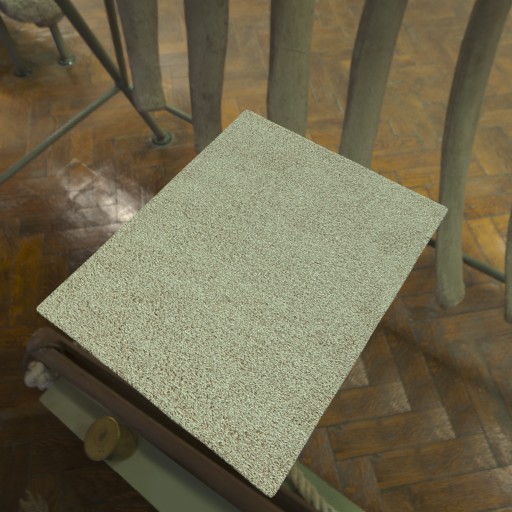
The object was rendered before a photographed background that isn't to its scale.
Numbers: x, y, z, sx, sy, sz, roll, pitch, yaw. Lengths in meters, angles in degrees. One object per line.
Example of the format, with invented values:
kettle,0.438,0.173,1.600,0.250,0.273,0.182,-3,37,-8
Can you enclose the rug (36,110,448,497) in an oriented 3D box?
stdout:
rug,0.000,0.000,4.037,2.438,0.029,3.047,31,64,17
